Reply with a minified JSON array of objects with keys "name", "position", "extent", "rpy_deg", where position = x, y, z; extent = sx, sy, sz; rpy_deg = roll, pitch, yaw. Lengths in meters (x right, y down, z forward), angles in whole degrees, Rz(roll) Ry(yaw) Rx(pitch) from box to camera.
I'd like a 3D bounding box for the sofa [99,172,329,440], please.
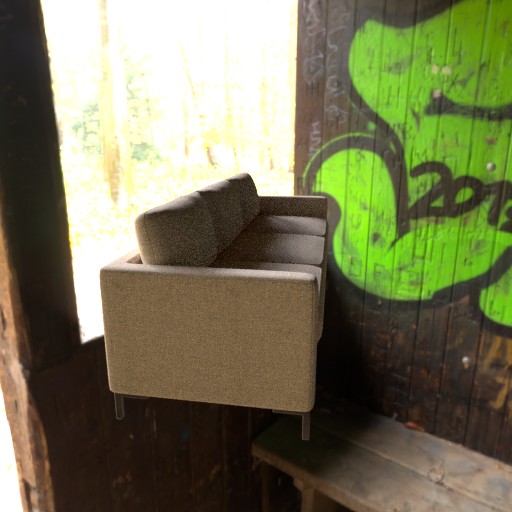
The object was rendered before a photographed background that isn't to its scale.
[{"name":"sofa","position":[0.000,0.000,2.719],"extent":[0.859,0.874,2.218],"rpy_deg":[3,16,9]}]
